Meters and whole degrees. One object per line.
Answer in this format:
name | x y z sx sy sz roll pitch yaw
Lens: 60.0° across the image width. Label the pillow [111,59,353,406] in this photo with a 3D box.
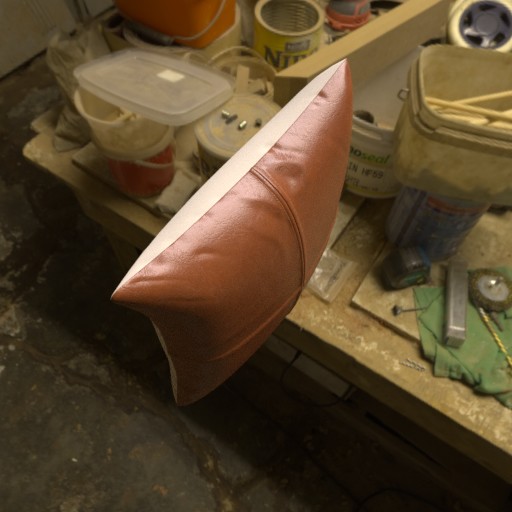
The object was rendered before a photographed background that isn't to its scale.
pillow | 0.000 0.000 0.767 0.192 0.477 0.501 31 63 18
